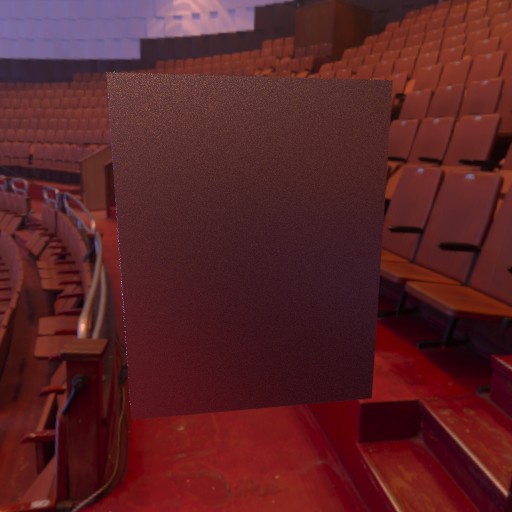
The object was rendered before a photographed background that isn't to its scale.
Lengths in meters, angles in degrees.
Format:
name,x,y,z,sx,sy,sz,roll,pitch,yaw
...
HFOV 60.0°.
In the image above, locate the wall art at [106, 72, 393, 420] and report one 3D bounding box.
name,x,y,z,sx,sy,sz,roll,pitch,yaw
wall art,0.000,0.000,1.383,0.816,1.046,0.030,-2,13,-9
